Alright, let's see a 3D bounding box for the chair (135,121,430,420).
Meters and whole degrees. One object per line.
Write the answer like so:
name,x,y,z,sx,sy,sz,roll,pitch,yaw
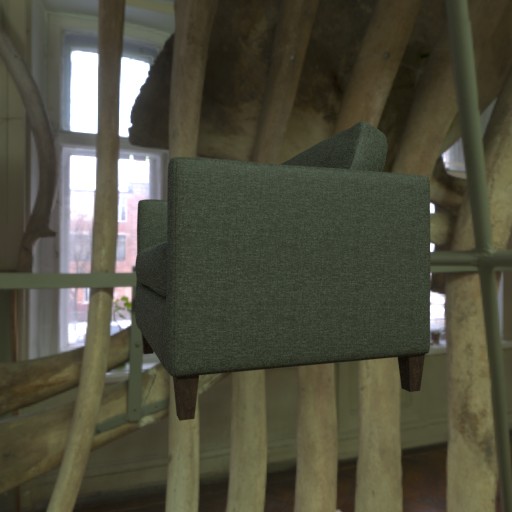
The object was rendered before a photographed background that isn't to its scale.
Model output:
chair,0.000,0.000,1.906,0.959,0.963,1.107,0,0,-20
